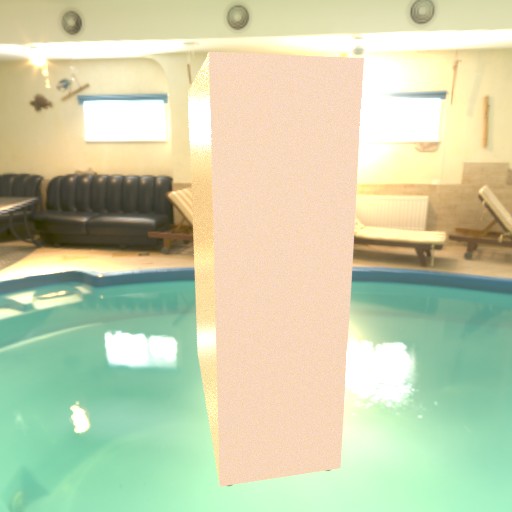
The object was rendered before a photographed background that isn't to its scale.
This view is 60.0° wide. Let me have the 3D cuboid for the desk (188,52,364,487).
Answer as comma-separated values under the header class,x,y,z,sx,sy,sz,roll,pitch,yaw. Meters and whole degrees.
class,x,y,z,sx,sy,sz,roll,pitch,yaw
desk,0.000,0.000,1.587,0.390,1.190,0.850,-3,15,-11
